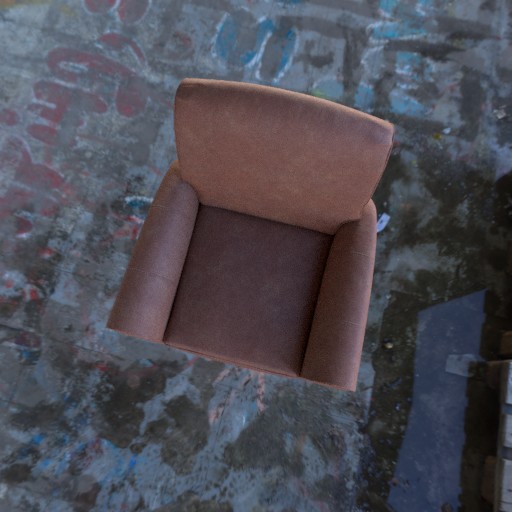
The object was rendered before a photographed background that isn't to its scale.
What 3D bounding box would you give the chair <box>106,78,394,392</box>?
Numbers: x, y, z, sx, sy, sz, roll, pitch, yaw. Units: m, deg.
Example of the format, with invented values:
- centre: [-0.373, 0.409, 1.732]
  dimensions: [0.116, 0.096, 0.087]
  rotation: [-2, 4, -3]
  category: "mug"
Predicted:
- centre: [0.000, 0.000, 1.843]
  dimensions: [0.978, 1.061, 0.902]
  rotation: [14, 76, 3]
  category: "chair"
